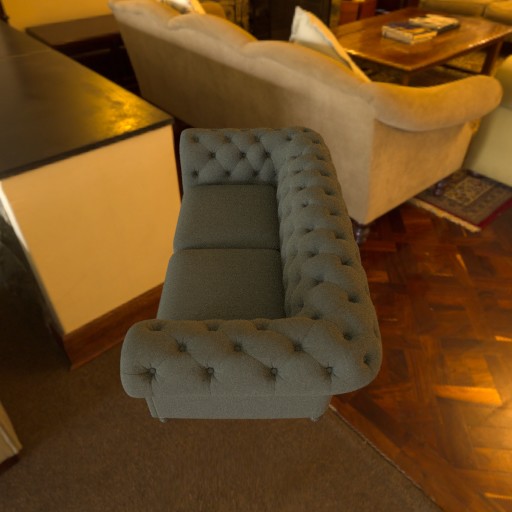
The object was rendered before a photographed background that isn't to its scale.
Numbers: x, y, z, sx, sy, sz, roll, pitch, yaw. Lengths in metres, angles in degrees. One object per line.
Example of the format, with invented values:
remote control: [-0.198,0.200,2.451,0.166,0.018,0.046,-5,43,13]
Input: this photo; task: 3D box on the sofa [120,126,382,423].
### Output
sofa: [0.000,0.000,2.485,0.986,0.764,1.998,0,40,0]
